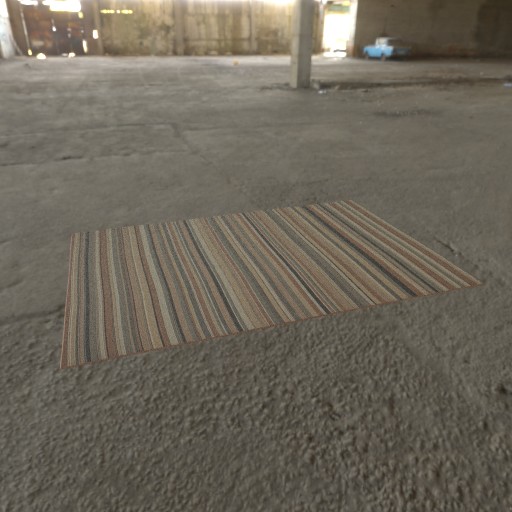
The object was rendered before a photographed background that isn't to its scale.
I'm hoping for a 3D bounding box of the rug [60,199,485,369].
[{"bbox_3d":[0.000,0.000,2.298,1.829,0.008,1.219,-9,28,-17],"label":"rug"}]
